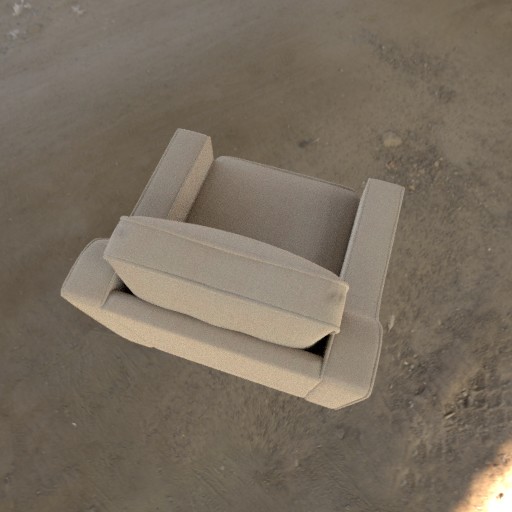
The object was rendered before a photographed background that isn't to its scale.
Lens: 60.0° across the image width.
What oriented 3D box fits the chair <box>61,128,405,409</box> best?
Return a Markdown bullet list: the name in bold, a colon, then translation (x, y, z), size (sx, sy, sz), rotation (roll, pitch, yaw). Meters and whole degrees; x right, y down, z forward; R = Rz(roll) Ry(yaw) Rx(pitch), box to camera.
- **chair**: translation (0.000, 0.000, 1.670), size (0.922, 0.948, 0.882), rotation (16, 65, 8)
